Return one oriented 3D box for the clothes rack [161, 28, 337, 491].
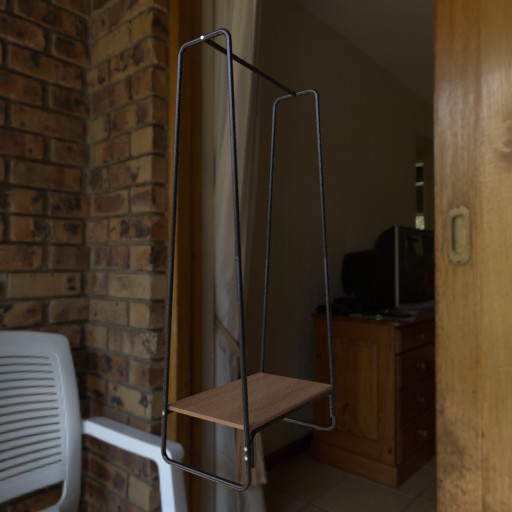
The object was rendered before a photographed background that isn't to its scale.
[{"bbox_3d":[0.000,0.000,1.758,0.400,1.500,0.640,-1,-1,35],"label":"clothes rack"}]
